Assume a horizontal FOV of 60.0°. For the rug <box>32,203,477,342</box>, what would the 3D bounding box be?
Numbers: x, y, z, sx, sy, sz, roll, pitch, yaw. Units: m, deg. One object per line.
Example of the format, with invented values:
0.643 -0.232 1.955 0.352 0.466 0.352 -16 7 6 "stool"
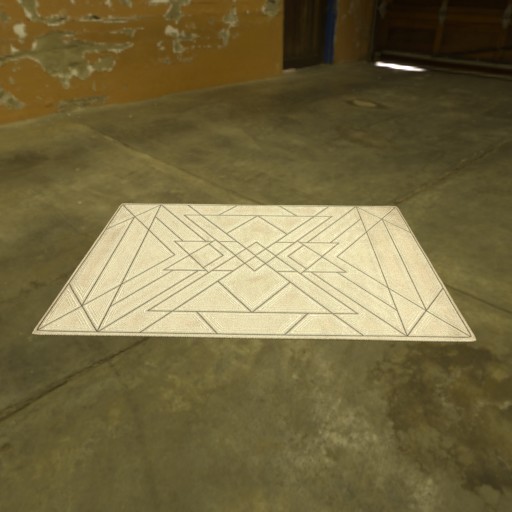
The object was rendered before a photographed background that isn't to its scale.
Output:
0.000 0.000 4.394 3.381 0.026 2.436 1 31 1 "rug"
